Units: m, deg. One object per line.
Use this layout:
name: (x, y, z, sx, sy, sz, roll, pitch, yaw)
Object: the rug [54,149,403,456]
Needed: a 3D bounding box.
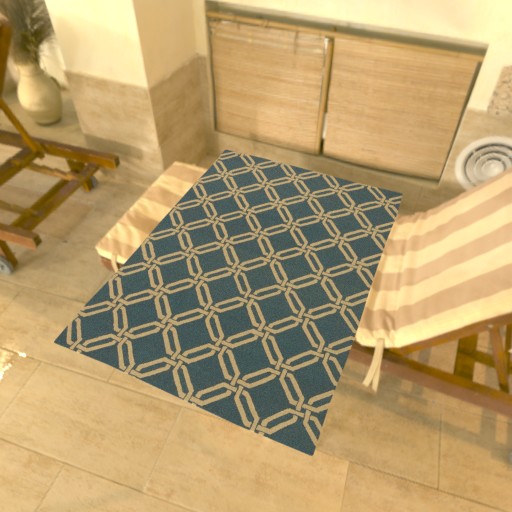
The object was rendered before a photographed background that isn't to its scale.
rug: (0.000, 0.000, 2.909, 1.524, 0.013, 2.135, 18, 48, 16)
